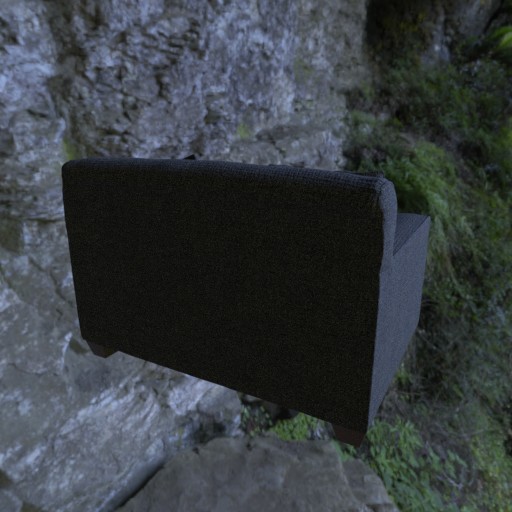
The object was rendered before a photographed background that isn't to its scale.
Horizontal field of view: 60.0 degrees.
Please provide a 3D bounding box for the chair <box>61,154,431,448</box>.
[{"bbox_3d":[0.000,0.000,2.062,1.383,0.948,1.000,9,20,28],"label":"chair"}]
